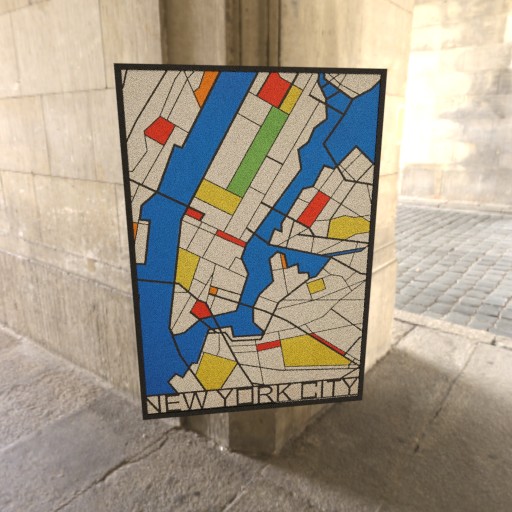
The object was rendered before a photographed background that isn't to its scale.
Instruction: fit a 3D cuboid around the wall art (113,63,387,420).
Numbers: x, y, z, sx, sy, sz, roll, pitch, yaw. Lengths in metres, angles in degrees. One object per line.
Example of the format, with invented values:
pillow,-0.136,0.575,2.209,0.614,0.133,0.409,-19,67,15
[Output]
wall art,0.000,0.000,0.829,0.457,0.657,0.013,-2,16,-8
